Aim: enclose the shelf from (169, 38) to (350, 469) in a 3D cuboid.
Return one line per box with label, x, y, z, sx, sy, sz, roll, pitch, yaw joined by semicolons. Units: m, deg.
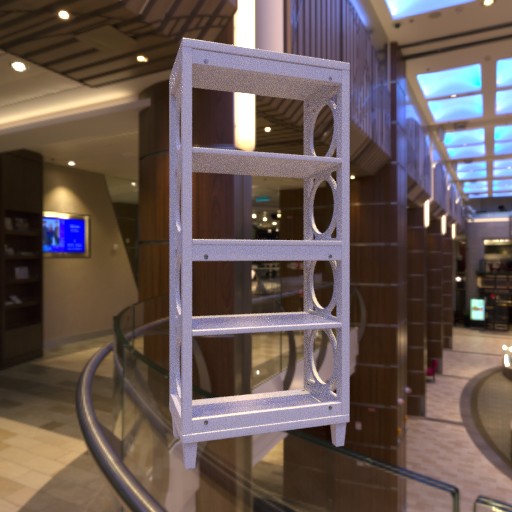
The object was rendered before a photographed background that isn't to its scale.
shelf;0.000;0.000;1.686;0.611;1.411;0.340;0;0;-18
